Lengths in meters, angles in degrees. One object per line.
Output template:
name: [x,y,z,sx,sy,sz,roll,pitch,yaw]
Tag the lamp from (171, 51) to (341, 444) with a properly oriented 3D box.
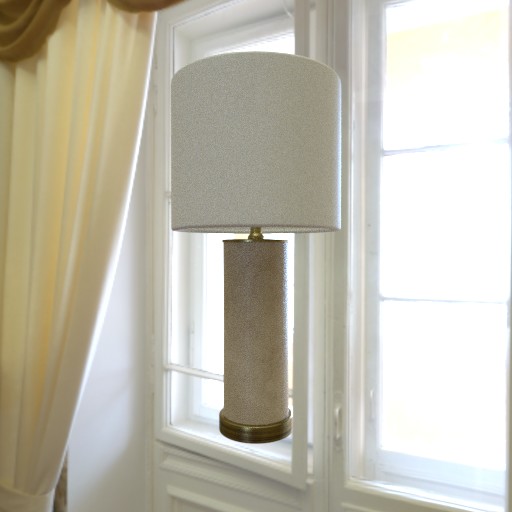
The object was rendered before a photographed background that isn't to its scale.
lamp: [0.000,0.000,0.813,0.305,0.634,0.305,0,1,-18]
